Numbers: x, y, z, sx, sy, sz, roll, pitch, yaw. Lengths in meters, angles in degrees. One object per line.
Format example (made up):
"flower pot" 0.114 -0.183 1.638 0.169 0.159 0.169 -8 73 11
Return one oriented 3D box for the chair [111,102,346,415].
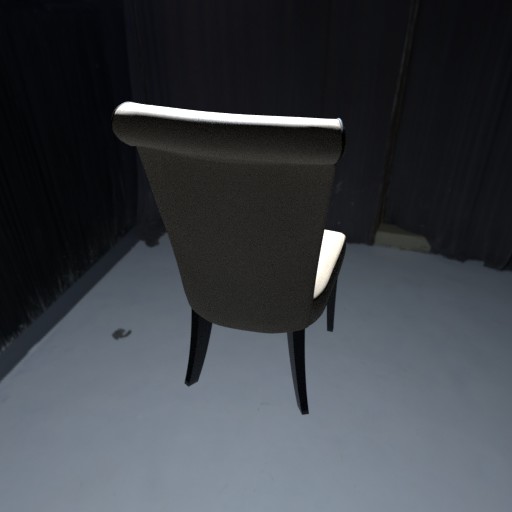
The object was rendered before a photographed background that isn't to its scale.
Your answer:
"chair" 0.000 0.000 1.379 0.522 0.997 0.623 9 33 14
